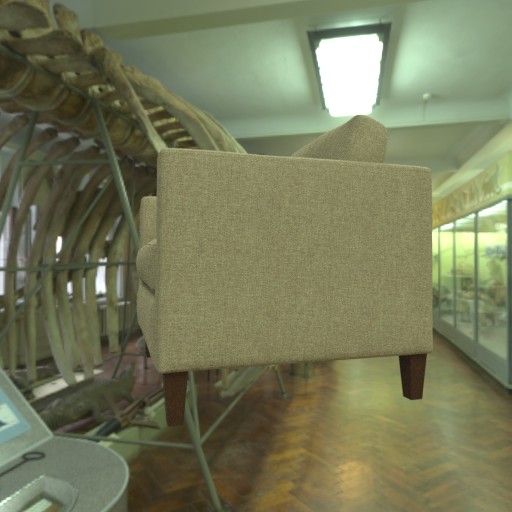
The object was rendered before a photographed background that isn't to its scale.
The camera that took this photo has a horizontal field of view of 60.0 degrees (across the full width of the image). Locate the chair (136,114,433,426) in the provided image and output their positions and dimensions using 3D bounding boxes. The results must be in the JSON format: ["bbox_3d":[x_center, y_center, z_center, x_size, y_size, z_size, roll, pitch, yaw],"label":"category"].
[{"bbox_3d":[0.000,0.000,1.875,0.959,0.987,1.107,0,-1,-17],"label":"chair"}]
